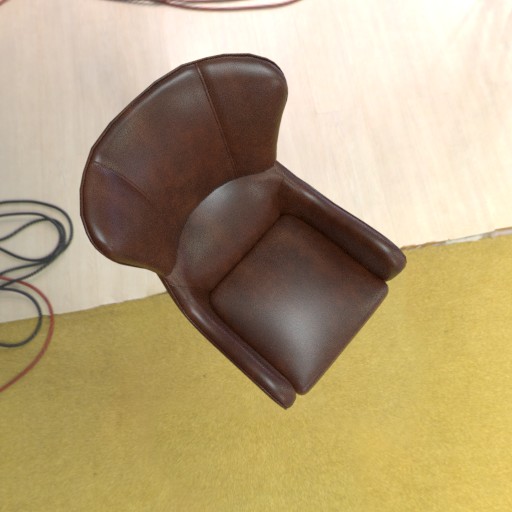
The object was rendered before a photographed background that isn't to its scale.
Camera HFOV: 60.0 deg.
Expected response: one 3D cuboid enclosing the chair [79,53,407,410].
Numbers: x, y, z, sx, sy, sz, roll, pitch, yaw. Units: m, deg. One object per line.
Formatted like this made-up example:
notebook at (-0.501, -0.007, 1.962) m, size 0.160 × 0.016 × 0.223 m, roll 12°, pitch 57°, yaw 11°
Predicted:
chair at (0.000, 0.000, 1.597) m, size 0.914 × 1.048 × 0.692 m, roll 40°, pitch 79°, yaw 10°
